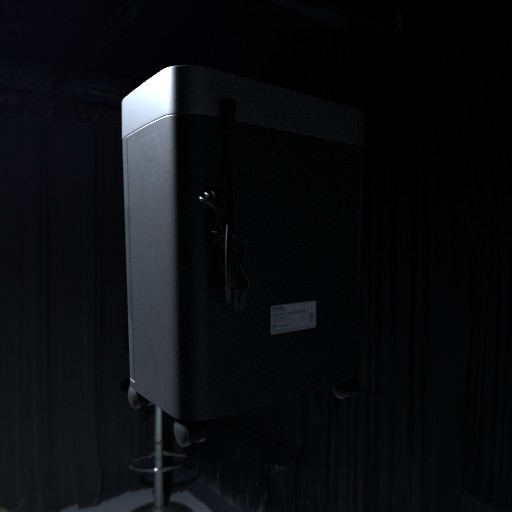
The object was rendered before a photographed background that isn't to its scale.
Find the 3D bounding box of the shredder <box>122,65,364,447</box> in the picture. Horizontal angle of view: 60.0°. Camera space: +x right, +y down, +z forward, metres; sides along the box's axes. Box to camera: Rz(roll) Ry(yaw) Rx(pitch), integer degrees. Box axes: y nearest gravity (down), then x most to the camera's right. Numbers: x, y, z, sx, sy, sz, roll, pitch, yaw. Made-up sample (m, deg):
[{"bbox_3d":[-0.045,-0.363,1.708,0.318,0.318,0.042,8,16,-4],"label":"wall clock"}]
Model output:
[{"bbox_3d":[0.000,0.000,0.613,0.311,0.419,0.237,-1,2,-37],"label":"shredder"}]
